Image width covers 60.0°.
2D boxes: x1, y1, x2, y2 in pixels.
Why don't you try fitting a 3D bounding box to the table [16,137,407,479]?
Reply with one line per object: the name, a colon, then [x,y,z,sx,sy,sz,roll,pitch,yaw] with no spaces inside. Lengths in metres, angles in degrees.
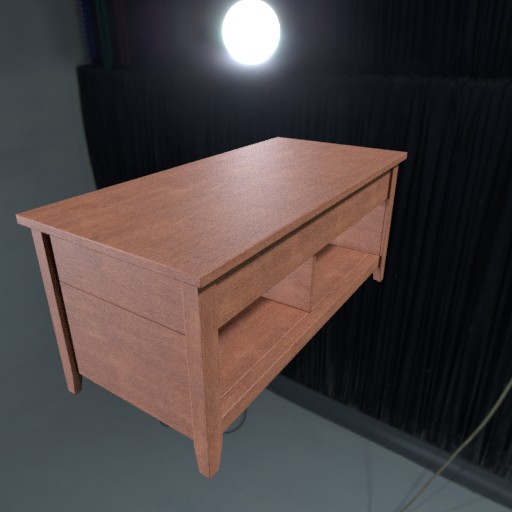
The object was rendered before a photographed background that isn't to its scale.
table: [0.000,0.000,1.246,0.483,0.457,1.016,16,30,30]
